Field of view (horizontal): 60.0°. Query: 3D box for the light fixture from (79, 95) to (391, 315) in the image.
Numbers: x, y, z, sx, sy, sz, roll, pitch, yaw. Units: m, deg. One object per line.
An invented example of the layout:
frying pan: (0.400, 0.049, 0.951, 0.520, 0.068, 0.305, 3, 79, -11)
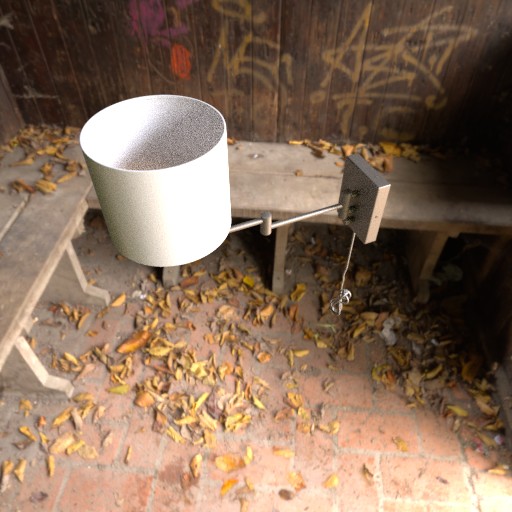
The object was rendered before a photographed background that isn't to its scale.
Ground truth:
light fixture: (0.000, 0.000, 0.904, 0.516, 0.651, 0.203, -17, 49, -16)
